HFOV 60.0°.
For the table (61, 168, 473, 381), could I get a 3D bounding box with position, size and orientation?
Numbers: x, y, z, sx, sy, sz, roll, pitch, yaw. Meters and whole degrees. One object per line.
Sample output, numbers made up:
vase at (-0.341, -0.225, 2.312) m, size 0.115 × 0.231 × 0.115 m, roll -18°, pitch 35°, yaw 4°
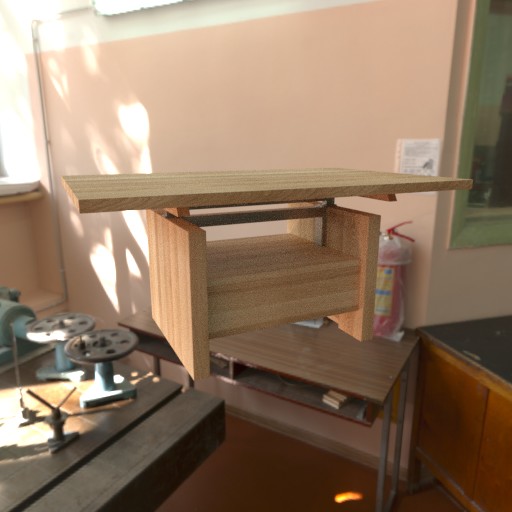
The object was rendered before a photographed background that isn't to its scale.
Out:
table at (0.000, 0.000, 1.459) m, size 1.100 × 0.510 × 0.700 m, roll -7°, pitch 16°, yaw -25°
